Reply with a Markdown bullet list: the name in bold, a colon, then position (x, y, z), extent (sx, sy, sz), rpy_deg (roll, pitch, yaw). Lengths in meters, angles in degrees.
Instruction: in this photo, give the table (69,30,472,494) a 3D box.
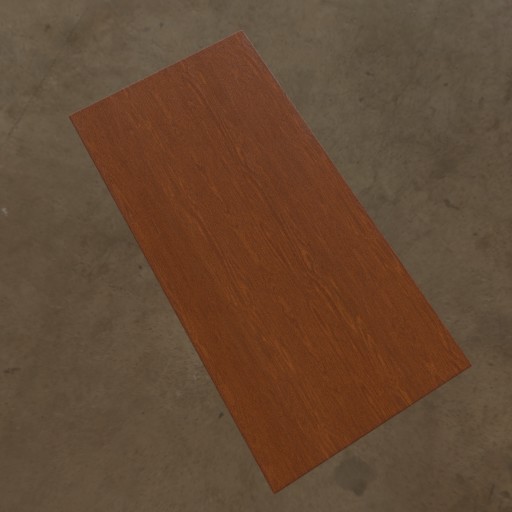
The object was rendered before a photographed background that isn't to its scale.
- **table**: position (0.000, 0.000, 2.032), extent (0.811, 0.755, 1.609), rpy_deg (-30, 78, -7)
